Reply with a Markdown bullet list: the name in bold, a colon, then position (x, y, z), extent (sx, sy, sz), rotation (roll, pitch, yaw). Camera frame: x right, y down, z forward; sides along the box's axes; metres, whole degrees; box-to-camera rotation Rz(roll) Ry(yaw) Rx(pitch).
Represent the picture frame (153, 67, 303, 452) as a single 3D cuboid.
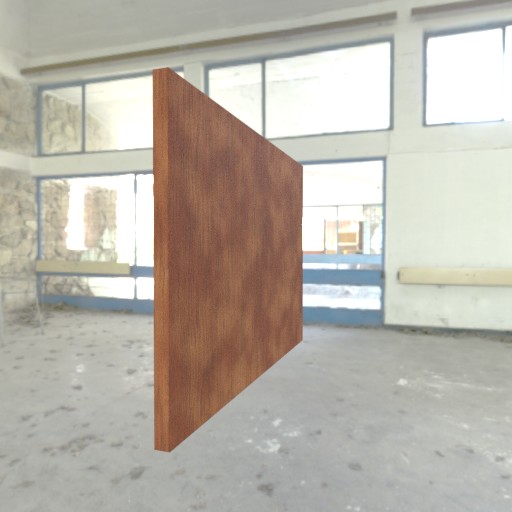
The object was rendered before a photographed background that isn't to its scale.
- **picture frame**: position (0.000, 0.000, 1.188), extent (0.029, 0.640, 0.950), rotation (0, 1, 19)
